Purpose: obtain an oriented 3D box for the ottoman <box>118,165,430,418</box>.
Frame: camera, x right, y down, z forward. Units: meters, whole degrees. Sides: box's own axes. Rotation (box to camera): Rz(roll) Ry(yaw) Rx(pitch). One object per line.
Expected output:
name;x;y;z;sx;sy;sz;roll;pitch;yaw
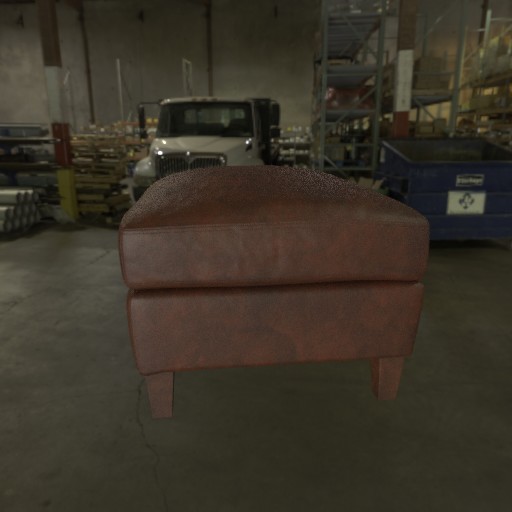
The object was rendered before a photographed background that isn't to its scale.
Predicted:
ottoman;0.000;0.000;1.322;0.659;0.527;0.887;-2;15;-7
